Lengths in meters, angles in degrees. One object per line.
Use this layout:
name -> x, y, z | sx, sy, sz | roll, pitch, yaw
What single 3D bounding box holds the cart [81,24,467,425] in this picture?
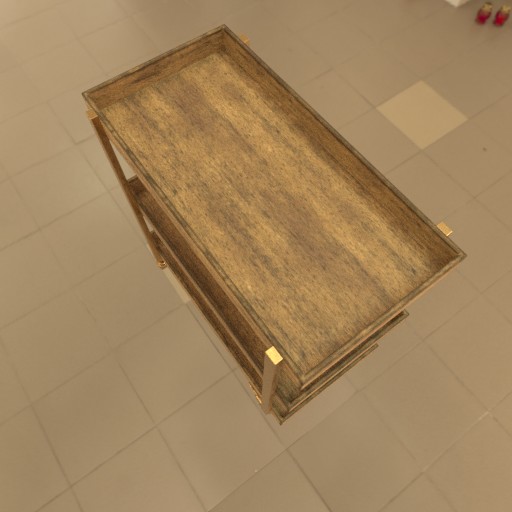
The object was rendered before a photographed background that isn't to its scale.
cart -> 0.000, 0.000, 1.218 | 0.416, 0.799, 0.750 | -34, 69, -15
